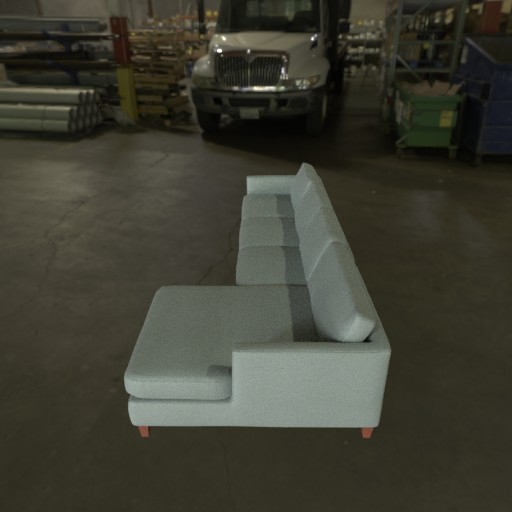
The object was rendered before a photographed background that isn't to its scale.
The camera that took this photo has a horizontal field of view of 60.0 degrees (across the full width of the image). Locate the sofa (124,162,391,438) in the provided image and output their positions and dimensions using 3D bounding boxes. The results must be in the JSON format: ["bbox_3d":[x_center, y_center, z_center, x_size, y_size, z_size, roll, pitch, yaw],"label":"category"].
[{"bbox_3d":[0.000,0.000,4.161,1.604,0.950,3.471,0,27,0],"label":"sofa"}]
